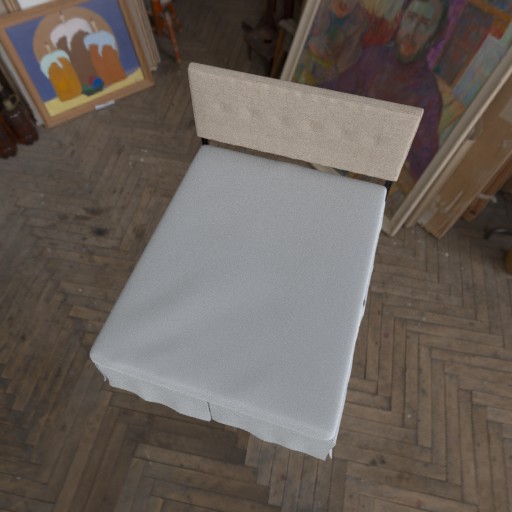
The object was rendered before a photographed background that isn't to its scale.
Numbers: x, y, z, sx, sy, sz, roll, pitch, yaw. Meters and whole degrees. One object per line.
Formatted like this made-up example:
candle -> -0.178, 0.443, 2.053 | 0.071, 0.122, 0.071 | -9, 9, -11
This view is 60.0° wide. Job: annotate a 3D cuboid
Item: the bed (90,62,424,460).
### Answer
bed -> 0.000, 0.000, 2.940 | 1.643, 1.270, 1.978 | 15, 59, 9
